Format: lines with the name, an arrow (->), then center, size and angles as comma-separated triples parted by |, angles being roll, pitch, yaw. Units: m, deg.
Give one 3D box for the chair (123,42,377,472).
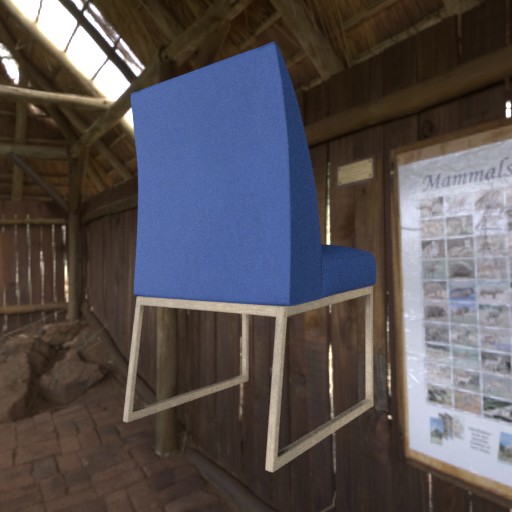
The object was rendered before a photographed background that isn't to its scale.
chair -> 0.000, 0.000, 1.227 | 0.508, 0.863, 0.522 | -1, -1, 37
